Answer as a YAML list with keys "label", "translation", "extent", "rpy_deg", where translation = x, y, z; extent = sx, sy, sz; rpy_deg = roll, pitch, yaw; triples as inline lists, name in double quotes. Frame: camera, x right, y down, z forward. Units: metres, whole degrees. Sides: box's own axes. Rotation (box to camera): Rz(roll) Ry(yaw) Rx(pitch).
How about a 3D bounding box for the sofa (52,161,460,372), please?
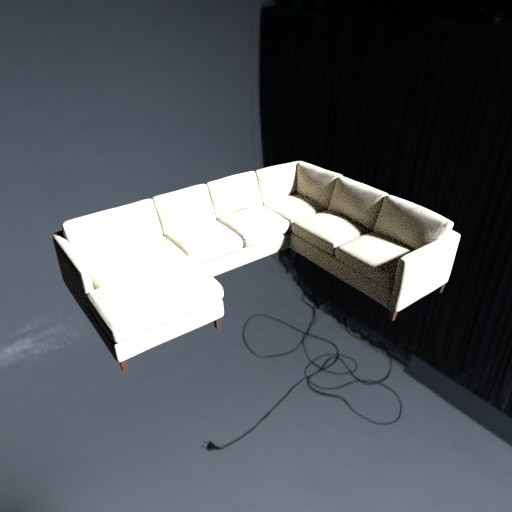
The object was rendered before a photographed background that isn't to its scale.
- label: "sofa"
  translation: [0.000, 0.000, 4.728]
  extent: [3.460, 0.959, 2.593]
  rpy_deg: [-21, 37, -31]
